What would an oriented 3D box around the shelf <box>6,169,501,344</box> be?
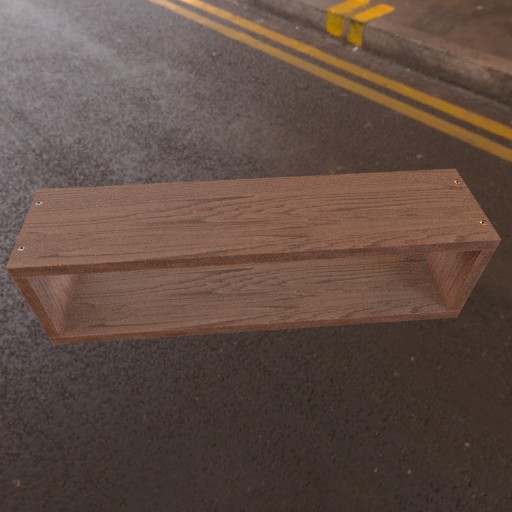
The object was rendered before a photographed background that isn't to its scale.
[{"bbox_3d":[0.000,0.000,0.656,0.610,0.170,0.150,-3,47,-3],"label":"shelf"}]
